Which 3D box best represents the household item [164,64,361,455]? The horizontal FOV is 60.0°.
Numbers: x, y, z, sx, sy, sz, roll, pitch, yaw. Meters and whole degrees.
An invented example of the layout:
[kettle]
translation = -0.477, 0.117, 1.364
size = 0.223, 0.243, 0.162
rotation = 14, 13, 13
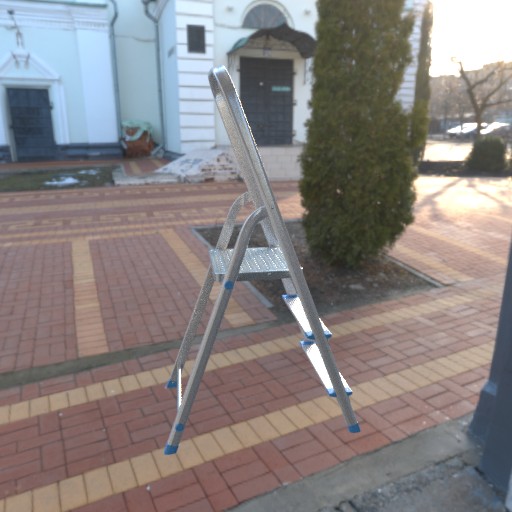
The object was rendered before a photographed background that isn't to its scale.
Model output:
[household item]
translation = 0.000, 0.000, 1.545
size = 0.687, 1.215, 0.420
rotation = -3, 16, -9
